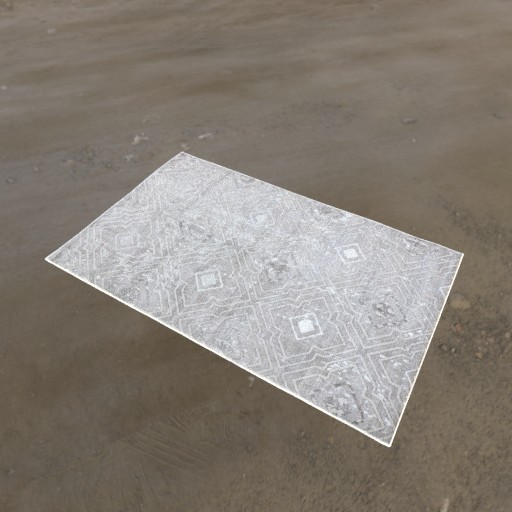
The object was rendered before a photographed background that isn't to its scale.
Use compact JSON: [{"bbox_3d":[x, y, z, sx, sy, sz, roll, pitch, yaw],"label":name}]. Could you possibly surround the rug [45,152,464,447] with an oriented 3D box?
[{"bbox_3d":[0.000,0.000,3.049,2.447,0.036,1.537,24,51,21],"label":"rug"}]
